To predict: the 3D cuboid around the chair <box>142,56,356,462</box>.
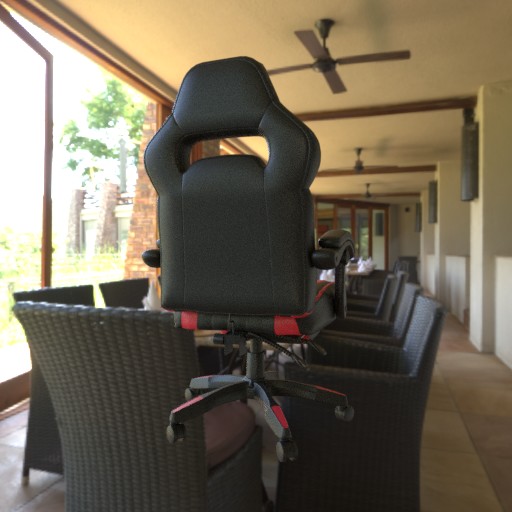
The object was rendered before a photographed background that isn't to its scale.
[{"bbox_3d":[0.000,0.000,1.666,0.700,1.220,0.700,0,0,20],"label":"chair"}]
